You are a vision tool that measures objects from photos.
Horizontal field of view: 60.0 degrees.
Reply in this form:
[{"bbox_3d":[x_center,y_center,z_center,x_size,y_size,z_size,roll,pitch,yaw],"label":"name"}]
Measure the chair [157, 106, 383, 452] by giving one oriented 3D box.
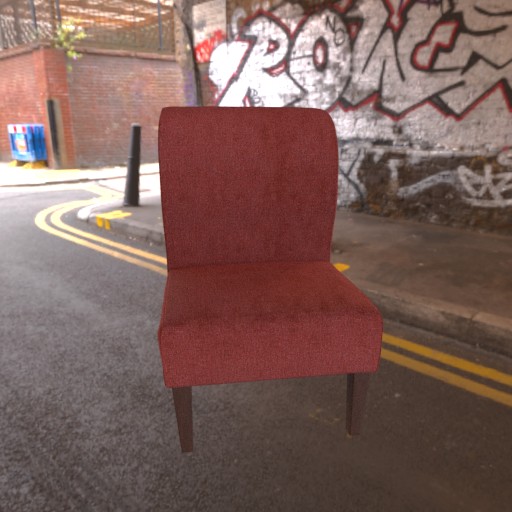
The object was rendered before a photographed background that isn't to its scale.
[{"bbox_3d":[0.000,0.000,1.286,0.538,0.846,0.640,-2,16,-8],"label":"chair"}]
